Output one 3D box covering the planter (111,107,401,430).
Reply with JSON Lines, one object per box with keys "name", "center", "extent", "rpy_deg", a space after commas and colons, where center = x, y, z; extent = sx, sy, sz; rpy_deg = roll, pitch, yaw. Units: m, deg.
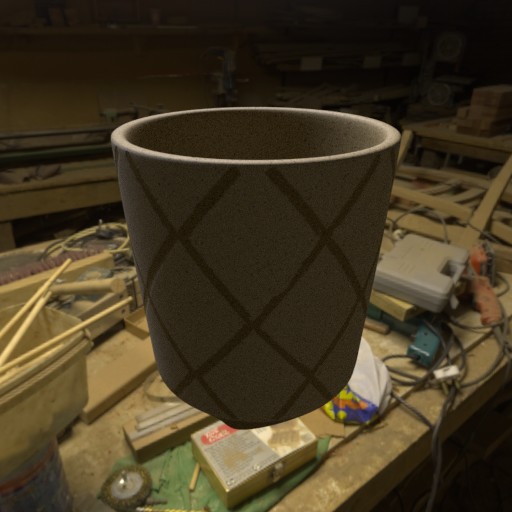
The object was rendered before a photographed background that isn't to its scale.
{"name": "planter", "center": [0.000, 0.000, 0.413], "extent": [0.228, 0.235, 0.228], "rpy_deg": [0, 27, 0]}
